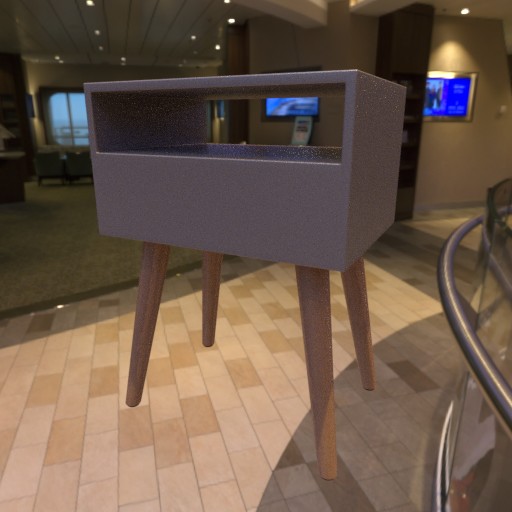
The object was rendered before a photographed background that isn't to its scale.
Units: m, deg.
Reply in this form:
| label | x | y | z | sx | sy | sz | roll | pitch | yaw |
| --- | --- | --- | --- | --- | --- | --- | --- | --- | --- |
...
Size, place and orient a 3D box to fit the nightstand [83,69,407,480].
| label | x | y | z | sx | sy | sz | roll | pitch | yaw |
| --- | --- | --- | --- | --- | --- | --- | --- | --- | --- |
| nightstand | 0.000 | 0.000 | 0.705 | 0.370 | 0.508 | 0.288 | 9 | 19 | 26 |
